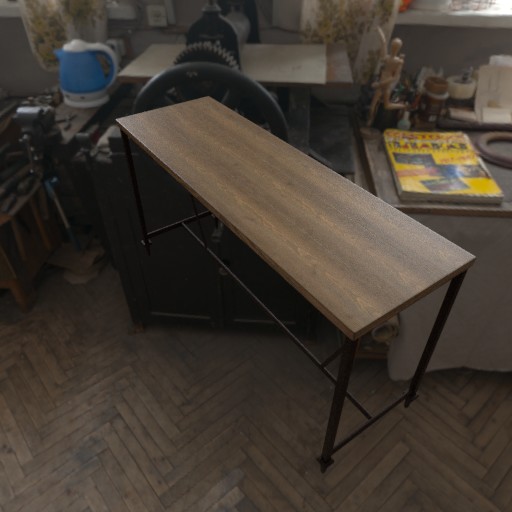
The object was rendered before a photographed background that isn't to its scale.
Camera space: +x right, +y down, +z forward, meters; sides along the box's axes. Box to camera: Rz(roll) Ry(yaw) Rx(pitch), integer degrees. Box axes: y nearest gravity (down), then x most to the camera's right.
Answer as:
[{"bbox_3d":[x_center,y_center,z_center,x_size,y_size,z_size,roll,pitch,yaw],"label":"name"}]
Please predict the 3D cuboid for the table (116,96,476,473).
[{"bbox_3d":[0.000,0.000,2.125,0.551,0.902,1.700,-25,46,-26],"label":"table"}]
